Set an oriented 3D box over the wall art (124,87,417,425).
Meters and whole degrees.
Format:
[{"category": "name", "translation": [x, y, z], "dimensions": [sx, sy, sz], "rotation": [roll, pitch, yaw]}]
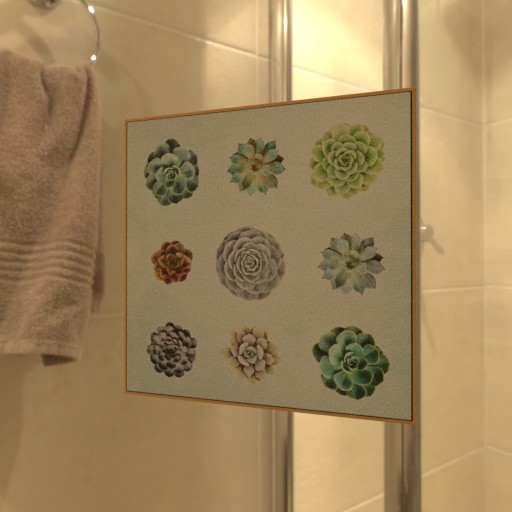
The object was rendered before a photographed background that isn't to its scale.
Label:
[{"category": "wall art", "translation": [0.000, 0.000, 0.671], "dimensions": [0.457, 0.455, 0.013], "rotation": [0, 0, 18]}]
